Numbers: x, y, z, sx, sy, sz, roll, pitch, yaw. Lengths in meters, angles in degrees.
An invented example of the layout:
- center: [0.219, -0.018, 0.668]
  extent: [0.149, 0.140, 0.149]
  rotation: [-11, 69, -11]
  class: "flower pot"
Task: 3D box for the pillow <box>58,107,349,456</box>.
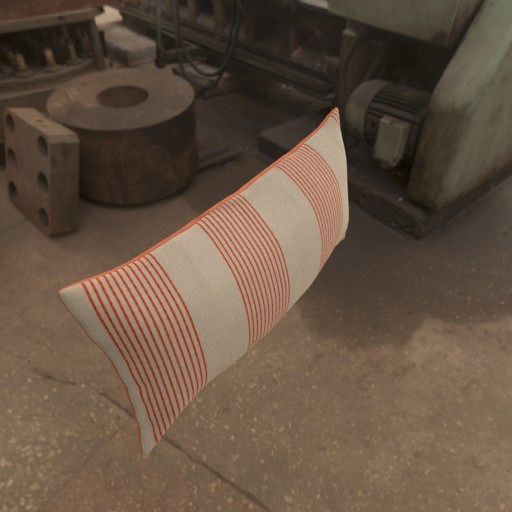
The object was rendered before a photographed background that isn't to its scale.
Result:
- center: [0.000, 0.000, 0.721]
  extent: [0.156, 0.292, 0.608]
  rotation: [25, 46, 26]
  class: "pillow"
